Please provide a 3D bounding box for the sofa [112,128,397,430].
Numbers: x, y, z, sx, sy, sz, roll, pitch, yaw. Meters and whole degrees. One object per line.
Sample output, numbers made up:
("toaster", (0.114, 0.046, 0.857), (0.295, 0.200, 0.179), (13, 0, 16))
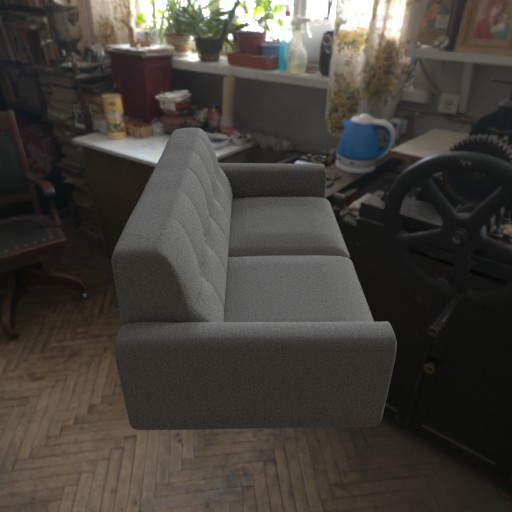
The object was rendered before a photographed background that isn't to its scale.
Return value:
("sofa", (0.000, 0.000, 2.203), (0.952, 0.925, 1.651), (0, 32, -1))
